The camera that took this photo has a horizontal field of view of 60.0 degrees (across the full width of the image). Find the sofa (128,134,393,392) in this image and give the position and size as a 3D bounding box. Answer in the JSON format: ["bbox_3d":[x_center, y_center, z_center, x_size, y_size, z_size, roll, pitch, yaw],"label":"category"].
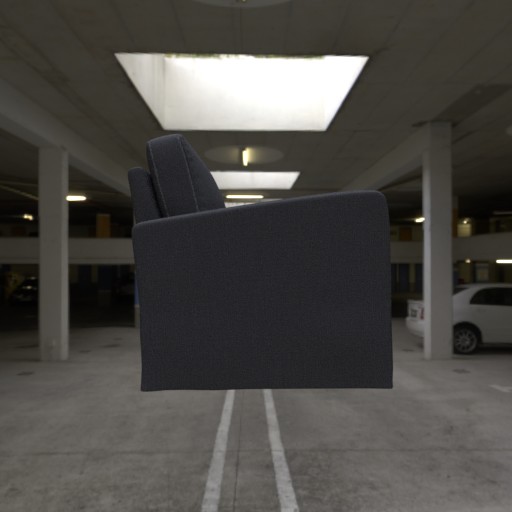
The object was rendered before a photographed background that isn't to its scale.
[{"bbox_3d":[0.000,0.000,2.282,0.898,0.839,1.852,0,0,-1],"label":"sofa"}]
